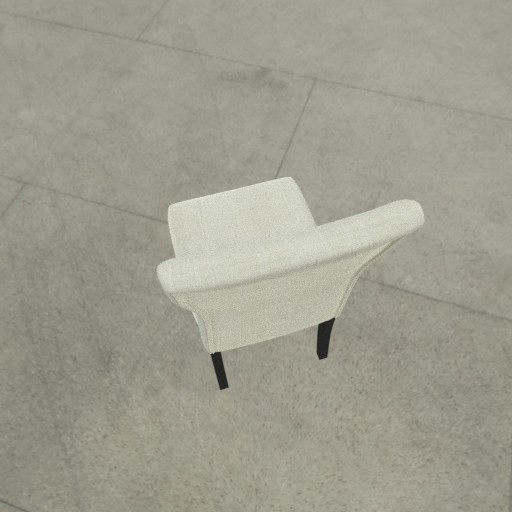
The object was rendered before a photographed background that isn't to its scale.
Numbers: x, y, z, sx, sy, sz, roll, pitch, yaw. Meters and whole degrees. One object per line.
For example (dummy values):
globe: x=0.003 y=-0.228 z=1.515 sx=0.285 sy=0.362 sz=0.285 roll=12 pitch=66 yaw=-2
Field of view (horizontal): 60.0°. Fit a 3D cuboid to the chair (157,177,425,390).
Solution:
chair: x=0.000 y=0.000 z=1.307 sx=0.509 sy=0.921 sz=0.597 roll=-15 pitch=60 yaw=-9
